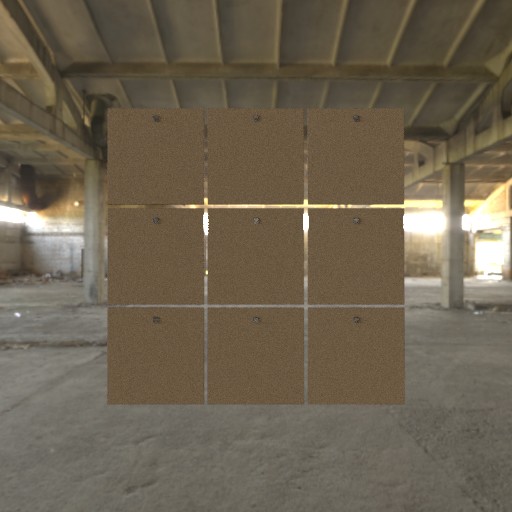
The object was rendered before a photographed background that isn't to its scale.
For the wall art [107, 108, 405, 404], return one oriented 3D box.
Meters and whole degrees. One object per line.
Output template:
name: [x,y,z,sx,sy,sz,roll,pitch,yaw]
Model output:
wall art: [0.000,0.000,1.825,1.221,1.218,0.019,0,0,0]
